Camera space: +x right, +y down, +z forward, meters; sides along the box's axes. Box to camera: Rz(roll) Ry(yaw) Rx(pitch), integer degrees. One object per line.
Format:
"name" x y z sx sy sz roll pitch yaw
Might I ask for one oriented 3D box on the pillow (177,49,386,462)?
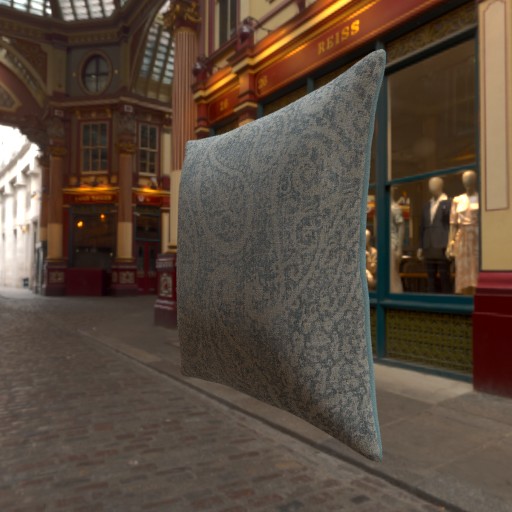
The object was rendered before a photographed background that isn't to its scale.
"pillow" 0.000 0.000 0.753 0.166 0.507 0.526 1 -1 -36
